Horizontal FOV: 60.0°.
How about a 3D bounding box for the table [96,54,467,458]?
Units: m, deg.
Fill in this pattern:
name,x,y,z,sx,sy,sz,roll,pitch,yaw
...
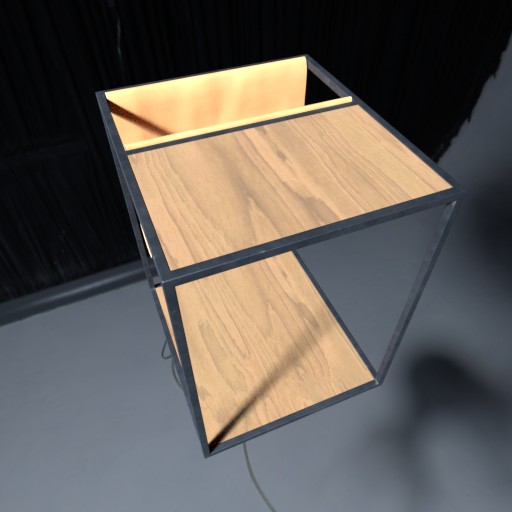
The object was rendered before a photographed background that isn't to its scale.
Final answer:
name,x,y,z,sx,sy,sz,roll,pitch,yaw
table,0.000,0.000,0.848,0.399,0.536,0.450,-17,49,-15
